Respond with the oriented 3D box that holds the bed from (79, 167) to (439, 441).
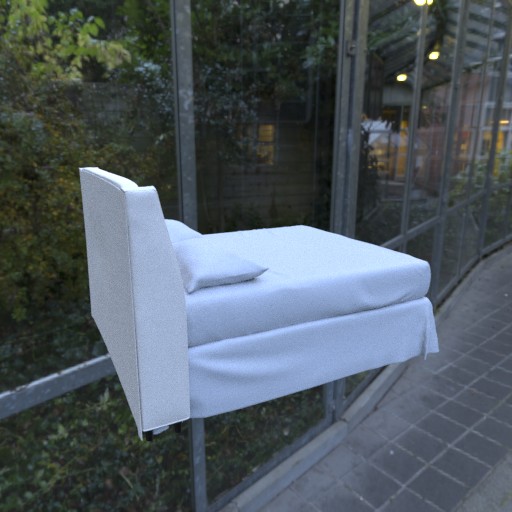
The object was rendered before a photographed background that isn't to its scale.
[{"bbox_3d":[0.000,0.000,3.406,2.276,1.332,1.925,-7,16,-26],"label":"bed"}]
